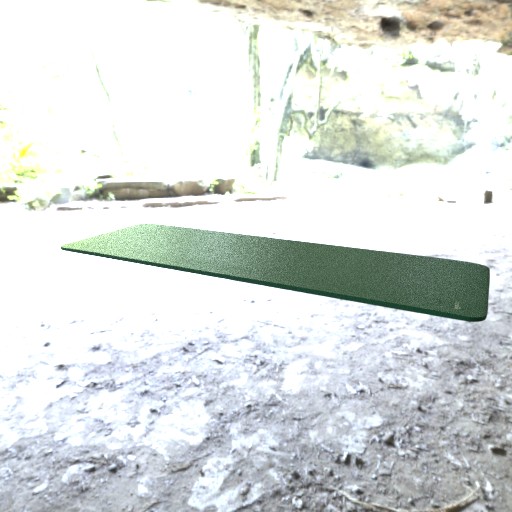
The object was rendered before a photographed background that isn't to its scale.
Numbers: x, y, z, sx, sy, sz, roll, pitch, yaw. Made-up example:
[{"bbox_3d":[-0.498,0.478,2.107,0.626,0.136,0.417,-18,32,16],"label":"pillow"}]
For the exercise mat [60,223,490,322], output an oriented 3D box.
[{"bbox_3d":[0.000,0.000,1.986,1.869,0.021,0.616,8,18,26],"label":"exercise mat"}]
